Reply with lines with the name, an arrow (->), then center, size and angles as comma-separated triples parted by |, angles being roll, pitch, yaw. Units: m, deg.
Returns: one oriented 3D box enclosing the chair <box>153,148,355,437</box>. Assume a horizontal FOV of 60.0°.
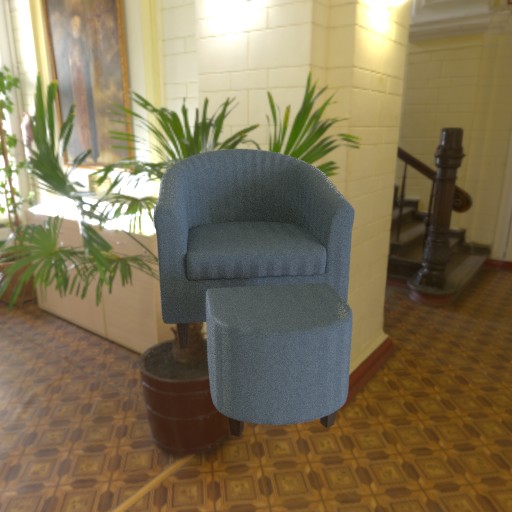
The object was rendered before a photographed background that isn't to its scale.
chair -> 0.000, 0.000, 1.722 | 0.756, 0.757, 1.288 | -2, 16, -8
